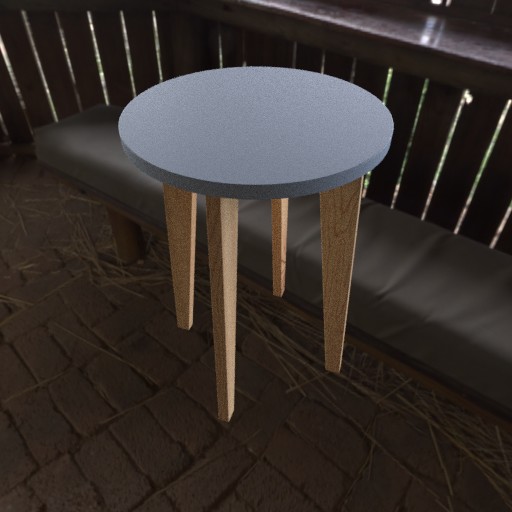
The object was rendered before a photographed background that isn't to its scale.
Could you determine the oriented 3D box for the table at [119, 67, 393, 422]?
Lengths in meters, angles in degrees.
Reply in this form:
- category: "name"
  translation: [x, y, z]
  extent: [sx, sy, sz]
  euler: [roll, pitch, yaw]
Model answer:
- category: "table"
  translation: [0.000, 0.000, 0.744]
  extent: [0.350, 0.500, 0.350]
  euler: [0, 41, 0]
